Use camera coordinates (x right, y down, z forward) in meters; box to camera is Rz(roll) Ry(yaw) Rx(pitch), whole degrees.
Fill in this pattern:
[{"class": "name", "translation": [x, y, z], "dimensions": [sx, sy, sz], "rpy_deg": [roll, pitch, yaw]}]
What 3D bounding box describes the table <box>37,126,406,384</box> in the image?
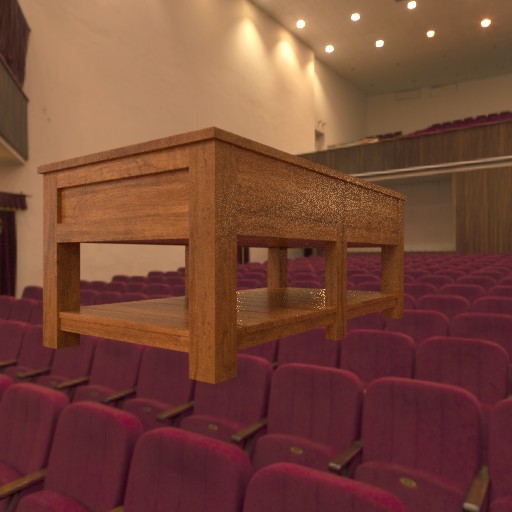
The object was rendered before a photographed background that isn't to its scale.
[{"class": "table", "translation": [0.000, 0.000, 1.466], "dimensions": [0.635, 0.480, 1.150], "rpy_deg": [0, 0, 36]}]
